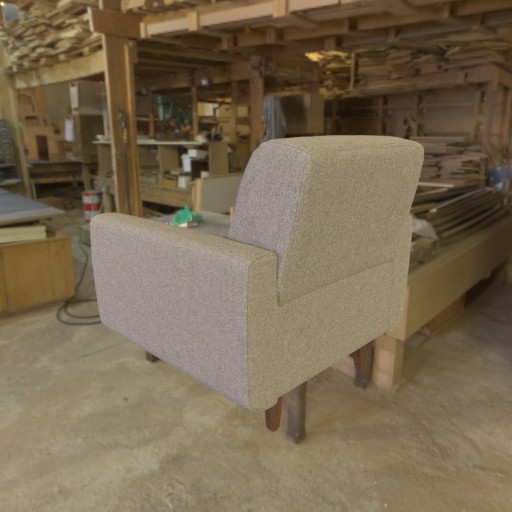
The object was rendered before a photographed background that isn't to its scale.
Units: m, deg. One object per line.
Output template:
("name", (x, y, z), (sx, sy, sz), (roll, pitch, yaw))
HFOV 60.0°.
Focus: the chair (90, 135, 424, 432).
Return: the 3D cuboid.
("chair", (0.000, 0.000, 1.582), (0.831, 0.839, 0.907), (-16, 22, -42))
